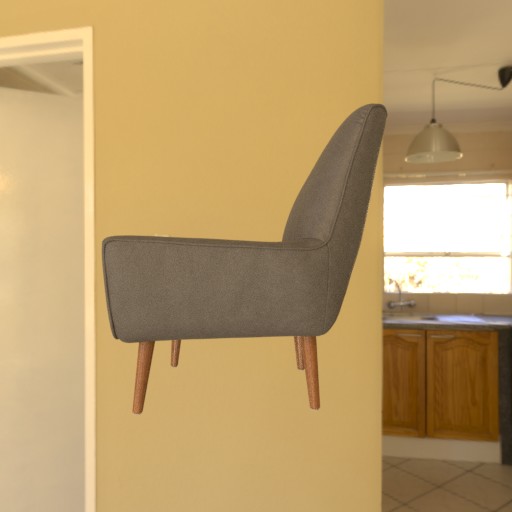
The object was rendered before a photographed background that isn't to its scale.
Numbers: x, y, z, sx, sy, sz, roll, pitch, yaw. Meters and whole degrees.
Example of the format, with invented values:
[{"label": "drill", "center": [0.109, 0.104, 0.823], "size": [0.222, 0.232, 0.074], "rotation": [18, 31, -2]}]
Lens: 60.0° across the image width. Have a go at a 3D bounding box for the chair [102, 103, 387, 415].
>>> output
[{"label": "chair", "center": [0.000, 0.000, 1.502], "size": [0.822, 0.888, 0.787], "rotation": [0, 0, 1]}]
